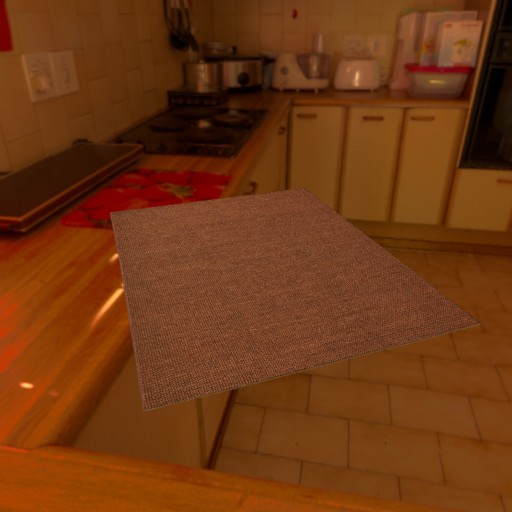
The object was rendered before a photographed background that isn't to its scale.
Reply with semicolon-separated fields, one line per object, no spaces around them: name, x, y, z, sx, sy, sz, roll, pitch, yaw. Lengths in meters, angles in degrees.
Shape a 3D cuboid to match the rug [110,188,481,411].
rug;0.000;0.000;4.159;2.456;0.021;3.068;-10;30;-17
